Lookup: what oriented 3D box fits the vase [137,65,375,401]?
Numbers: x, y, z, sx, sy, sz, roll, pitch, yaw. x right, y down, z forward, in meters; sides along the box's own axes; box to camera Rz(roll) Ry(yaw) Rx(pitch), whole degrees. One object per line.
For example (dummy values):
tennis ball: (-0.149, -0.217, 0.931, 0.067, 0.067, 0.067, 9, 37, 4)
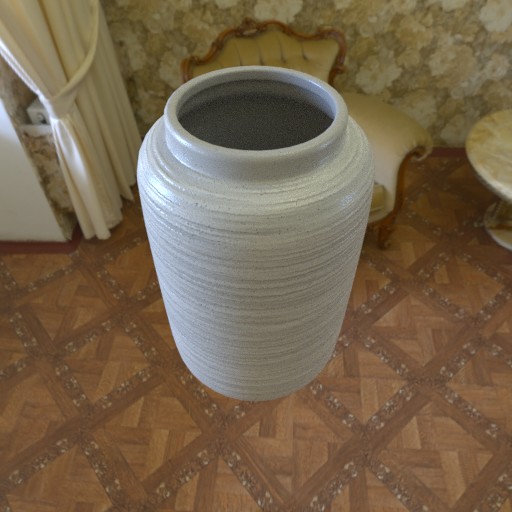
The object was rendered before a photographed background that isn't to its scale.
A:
vase: (0.000, 0.000, 0.457, 0.202, 0.335, 0.202, 0, 47, 0)
